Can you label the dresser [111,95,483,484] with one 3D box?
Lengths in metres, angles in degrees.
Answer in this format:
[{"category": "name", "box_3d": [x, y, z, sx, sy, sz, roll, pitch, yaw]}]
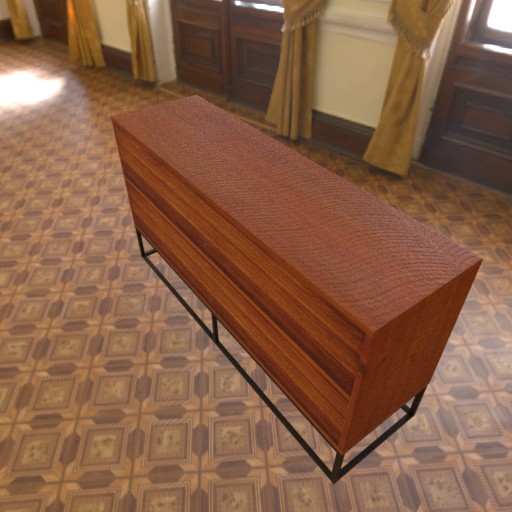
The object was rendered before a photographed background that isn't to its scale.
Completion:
[{"category": "dresser", "box_3d": [0.000, 0.000, 1.855, 0.464, 0.810, 1.536, -26, 46, -27]}]
